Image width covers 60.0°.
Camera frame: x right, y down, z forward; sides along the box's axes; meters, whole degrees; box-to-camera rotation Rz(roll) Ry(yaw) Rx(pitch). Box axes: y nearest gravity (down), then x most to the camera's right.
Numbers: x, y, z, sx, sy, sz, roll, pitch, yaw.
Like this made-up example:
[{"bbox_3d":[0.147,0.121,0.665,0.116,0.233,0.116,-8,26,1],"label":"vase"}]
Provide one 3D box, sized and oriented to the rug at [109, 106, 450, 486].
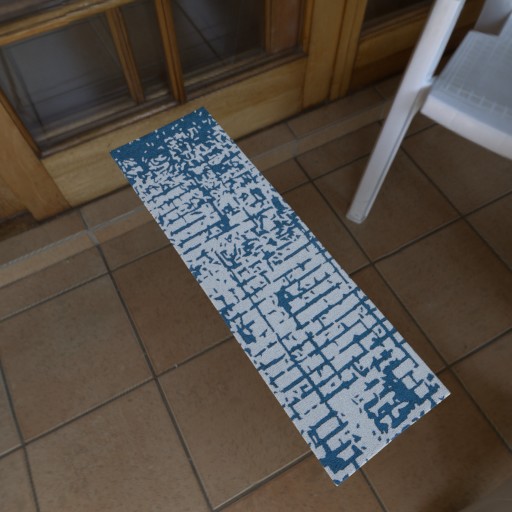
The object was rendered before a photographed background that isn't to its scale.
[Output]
[{"bbox_3d":[0.000,0.000,2.636,0.750,0.011,2.435,-31,67,-15],"label":"rug"}]
